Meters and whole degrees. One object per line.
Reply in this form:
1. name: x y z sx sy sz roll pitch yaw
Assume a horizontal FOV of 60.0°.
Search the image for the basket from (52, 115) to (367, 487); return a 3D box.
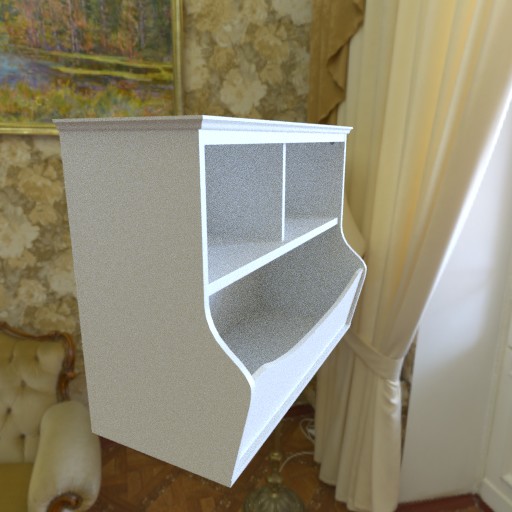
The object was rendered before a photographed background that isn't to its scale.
1. basket: 0.000 0.000 1.095 0.376 0.625 0.792 7 17 26
